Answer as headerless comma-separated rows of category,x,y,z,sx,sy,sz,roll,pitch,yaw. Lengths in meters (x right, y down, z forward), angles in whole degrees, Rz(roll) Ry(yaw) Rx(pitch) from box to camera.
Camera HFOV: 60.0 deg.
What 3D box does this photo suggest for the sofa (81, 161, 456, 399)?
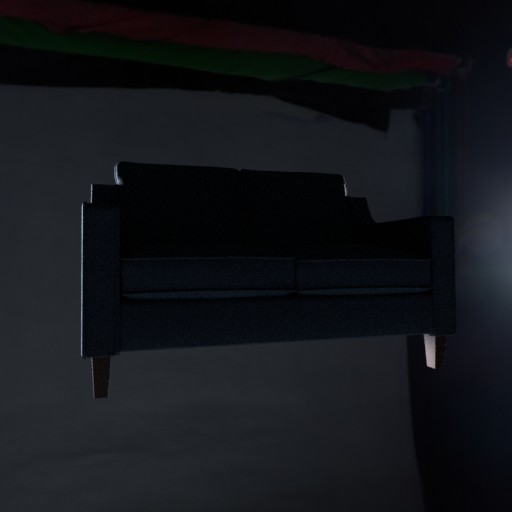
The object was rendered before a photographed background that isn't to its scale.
sofa,0.000,0.000,2.118,1.501,0.971,0.987,0,-1,-18
